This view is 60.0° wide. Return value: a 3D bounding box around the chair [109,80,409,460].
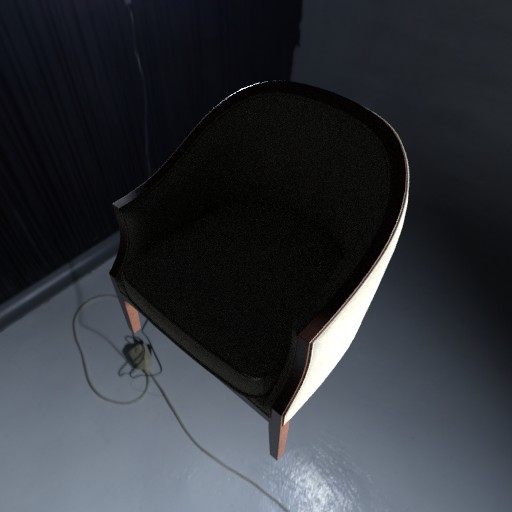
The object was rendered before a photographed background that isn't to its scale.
[{"bbox_3d":[0.000,0.000,1.470,0.803,0.876,0.735,33,55,27],"label":"chair"}]
